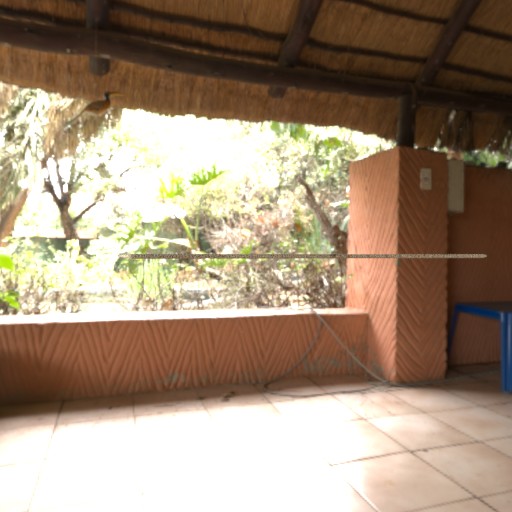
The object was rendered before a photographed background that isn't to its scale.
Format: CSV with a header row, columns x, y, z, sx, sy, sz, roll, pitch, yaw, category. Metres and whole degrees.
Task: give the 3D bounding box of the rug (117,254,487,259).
x,y,z,sx,sy,sz,roll,pitch,yaw,category
0.000,0.000,4.103,2.399,0.026,3.000,0,0,-18,rug
